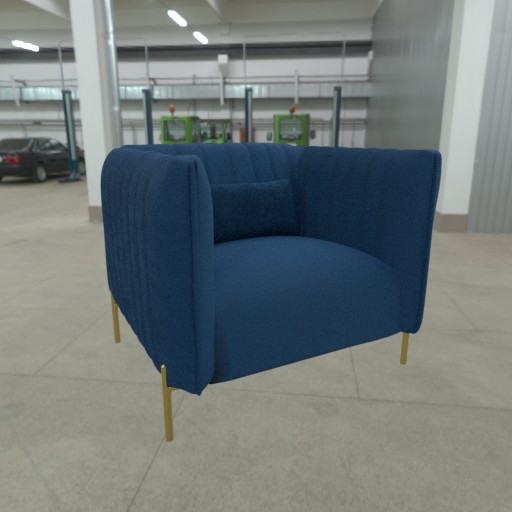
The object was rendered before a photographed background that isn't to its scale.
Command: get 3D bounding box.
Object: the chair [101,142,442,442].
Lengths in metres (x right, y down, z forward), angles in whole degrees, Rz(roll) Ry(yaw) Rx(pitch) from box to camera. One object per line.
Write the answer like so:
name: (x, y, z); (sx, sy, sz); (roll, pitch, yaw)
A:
chair: (0.000, 0.000, 1.620); (0.947, 0.793, 0.877); (-8, 17, -27)
